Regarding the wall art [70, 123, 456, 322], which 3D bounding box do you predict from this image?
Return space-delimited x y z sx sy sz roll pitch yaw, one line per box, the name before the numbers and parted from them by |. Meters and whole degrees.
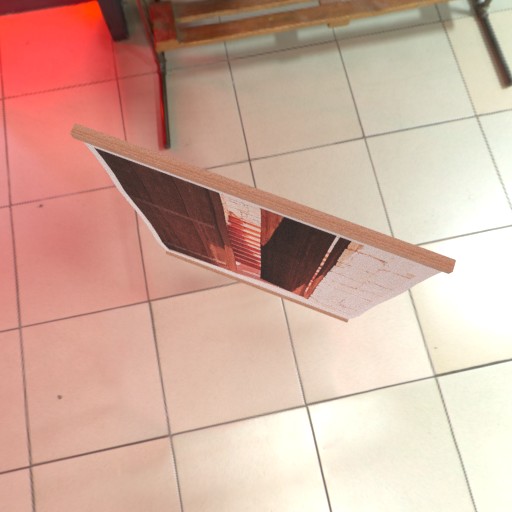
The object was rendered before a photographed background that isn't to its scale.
wall art | 0.000 0.000 0.686 0.406 0.508 0.013 20 77 5
